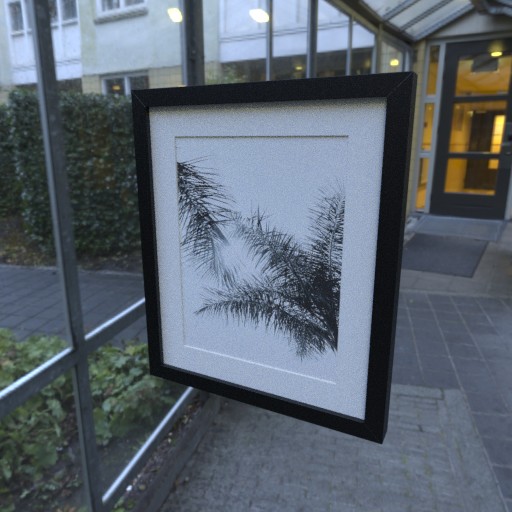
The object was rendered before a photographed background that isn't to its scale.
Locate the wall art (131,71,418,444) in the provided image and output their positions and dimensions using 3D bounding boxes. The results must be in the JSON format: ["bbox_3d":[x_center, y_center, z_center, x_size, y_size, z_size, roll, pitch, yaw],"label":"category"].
[{"bbox_3d":[0.000,0.000,0.521,0.325,0.380,0.028,7,16,26],"label":"wall art"}]
